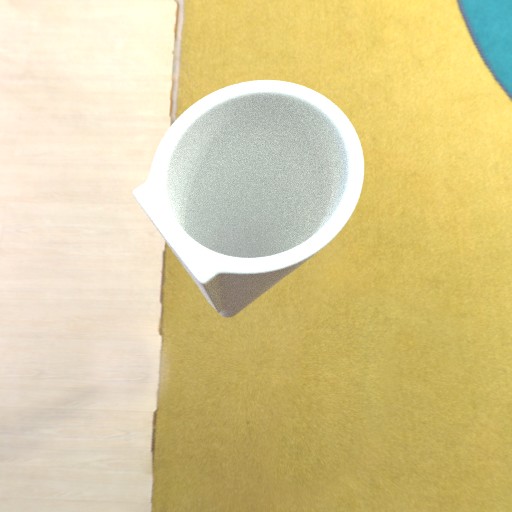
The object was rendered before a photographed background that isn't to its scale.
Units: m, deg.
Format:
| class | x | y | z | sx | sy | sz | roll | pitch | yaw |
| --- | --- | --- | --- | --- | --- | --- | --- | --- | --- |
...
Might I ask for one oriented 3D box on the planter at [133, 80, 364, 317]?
| class | x | y | z | sx | sy | sz | roll | pitch | yaw |
| --- | --- | --- | --- | --- | --- | --- | --- | --- | --- |
| planter | 0.000 | 0.000 | 0.219 | 0.064 | 0.193 | 0.057 | -37 | 79 | -9 |
